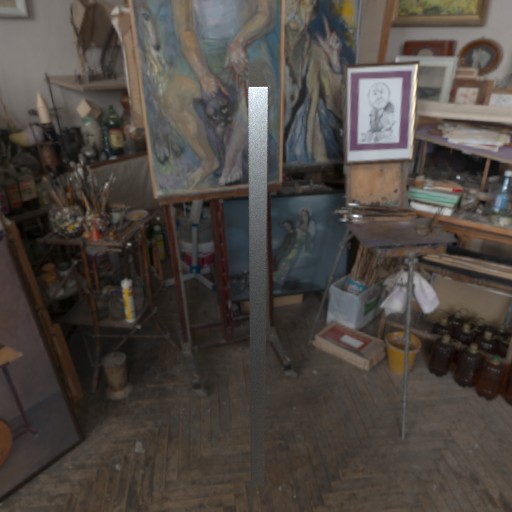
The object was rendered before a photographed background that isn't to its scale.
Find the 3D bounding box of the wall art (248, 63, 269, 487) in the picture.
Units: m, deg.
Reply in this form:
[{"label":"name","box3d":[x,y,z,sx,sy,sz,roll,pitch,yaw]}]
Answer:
[{"label":"wall art","box3d":[0.000,0.000,1.378,0.037,1.062,0.801,0,26,-1]}]
